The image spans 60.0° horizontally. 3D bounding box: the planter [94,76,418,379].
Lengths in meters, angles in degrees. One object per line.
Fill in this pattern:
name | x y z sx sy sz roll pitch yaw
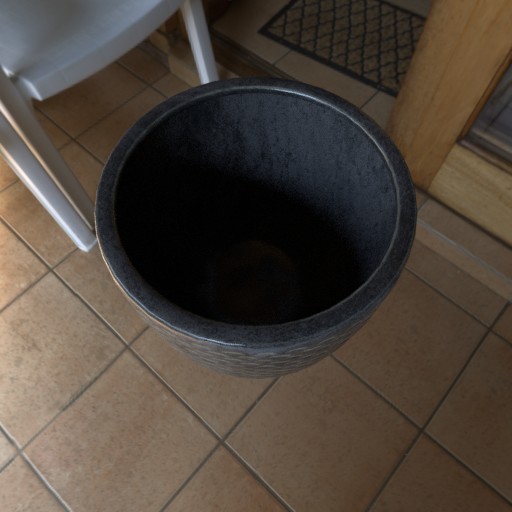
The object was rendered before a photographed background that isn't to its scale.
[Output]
planter | 0.000 0.000 0.306 0.172 0.160 0.172 0 64 0
